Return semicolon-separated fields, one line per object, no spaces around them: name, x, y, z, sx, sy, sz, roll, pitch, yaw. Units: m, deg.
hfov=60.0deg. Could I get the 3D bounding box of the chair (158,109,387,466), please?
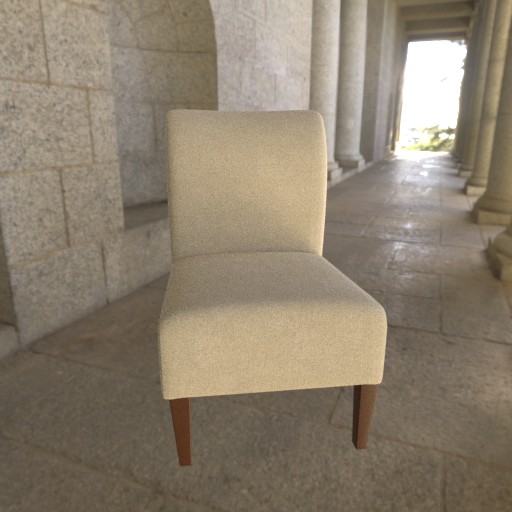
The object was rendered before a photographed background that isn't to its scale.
chair;0.000;0.000;1.295;0.521;0.833;0.754;-2;17;-7
